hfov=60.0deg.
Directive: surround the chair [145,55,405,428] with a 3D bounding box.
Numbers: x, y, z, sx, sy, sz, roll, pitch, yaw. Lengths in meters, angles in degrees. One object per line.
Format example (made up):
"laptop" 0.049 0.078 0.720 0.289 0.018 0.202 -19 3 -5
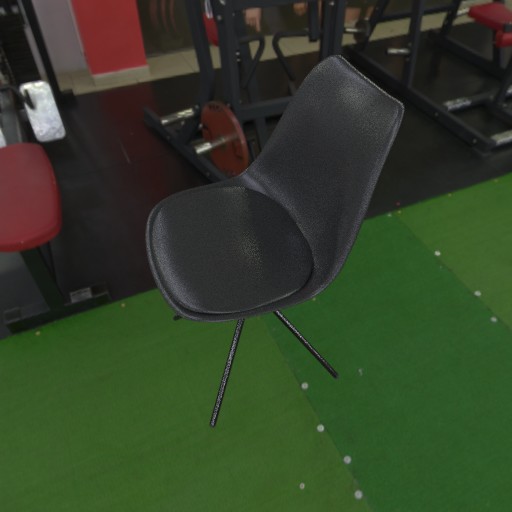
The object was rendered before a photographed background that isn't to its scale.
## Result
"chair" 0.000 0.000 1.136 0.525 0.850 0.461 -17 49 -15
